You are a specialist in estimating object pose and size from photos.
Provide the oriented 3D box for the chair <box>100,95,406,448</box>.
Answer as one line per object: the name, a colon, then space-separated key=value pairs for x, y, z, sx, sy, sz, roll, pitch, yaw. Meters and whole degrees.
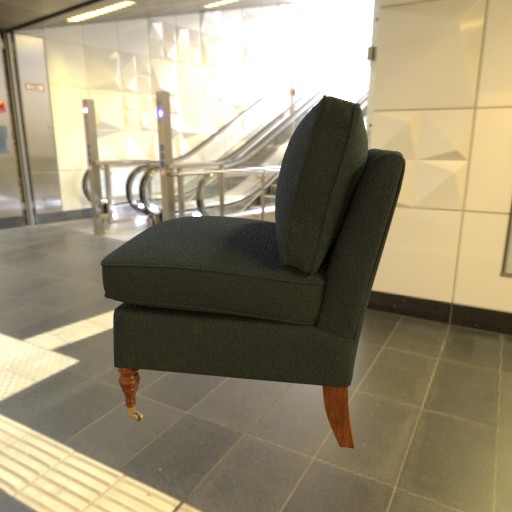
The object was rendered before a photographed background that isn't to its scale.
chair: x=0.000 y=0.000 z=1.639 sx=0.912 sy=1.052 sz=0.724 roll=2 pitch=14 yaw=9
